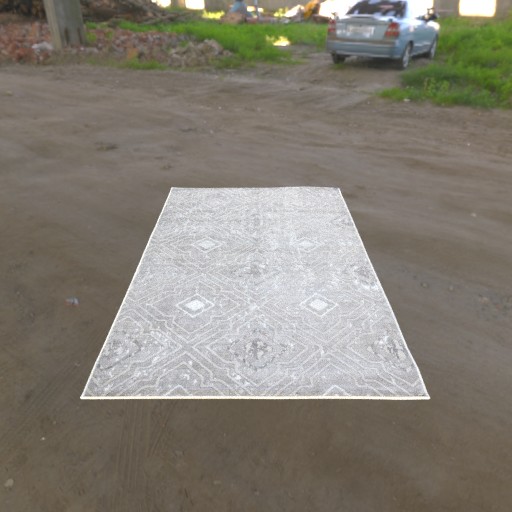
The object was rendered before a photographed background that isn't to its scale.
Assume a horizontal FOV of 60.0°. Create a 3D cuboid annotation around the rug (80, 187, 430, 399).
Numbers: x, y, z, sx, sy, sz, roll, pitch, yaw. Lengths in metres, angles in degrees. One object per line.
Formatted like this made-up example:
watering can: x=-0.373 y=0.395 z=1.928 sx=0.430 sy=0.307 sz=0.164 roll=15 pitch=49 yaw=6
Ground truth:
rug: x=0.000 y=0.000 z=2.983 sx=1.537 sy=0.036 sz=2.447 roll=0 pitch=31 yaw=0
